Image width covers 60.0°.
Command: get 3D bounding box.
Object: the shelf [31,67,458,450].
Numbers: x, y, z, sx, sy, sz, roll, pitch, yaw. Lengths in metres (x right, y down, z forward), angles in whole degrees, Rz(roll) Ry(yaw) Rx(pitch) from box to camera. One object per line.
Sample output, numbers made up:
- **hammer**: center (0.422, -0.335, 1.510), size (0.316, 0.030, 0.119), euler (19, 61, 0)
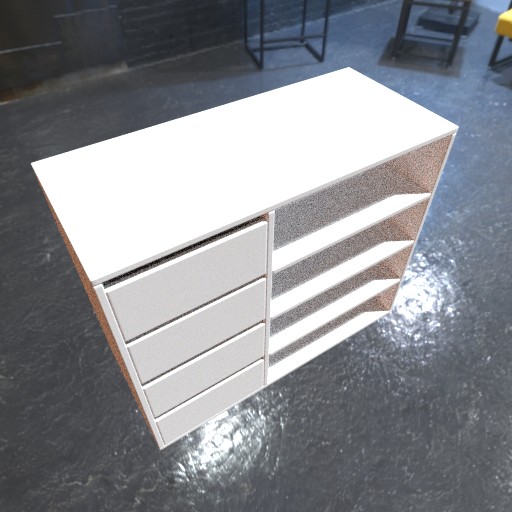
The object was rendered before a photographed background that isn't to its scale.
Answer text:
- **shelf**: center (0.000, 0.000, 1.265), size (0.895, 0.732, 0.396), euler (-25, 51, -22)
